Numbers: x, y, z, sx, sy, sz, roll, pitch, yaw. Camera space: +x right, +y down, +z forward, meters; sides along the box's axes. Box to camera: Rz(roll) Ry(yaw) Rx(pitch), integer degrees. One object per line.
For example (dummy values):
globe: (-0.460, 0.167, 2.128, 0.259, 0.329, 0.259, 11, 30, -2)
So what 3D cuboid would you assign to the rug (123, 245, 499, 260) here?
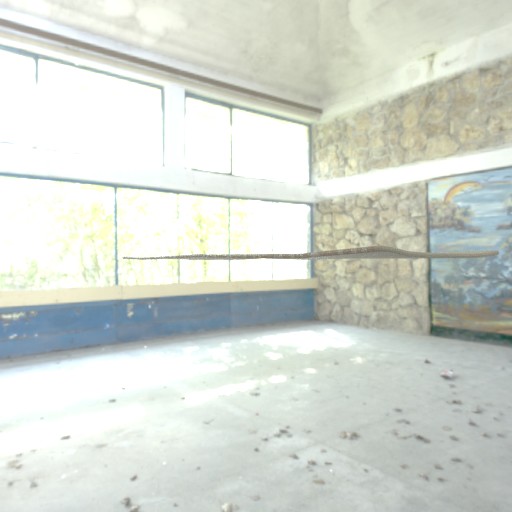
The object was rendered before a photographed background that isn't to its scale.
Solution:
rug: (0.000, 0.000, 2.630, 0.752, 0.051, 2.452, 0, -1, -36)
